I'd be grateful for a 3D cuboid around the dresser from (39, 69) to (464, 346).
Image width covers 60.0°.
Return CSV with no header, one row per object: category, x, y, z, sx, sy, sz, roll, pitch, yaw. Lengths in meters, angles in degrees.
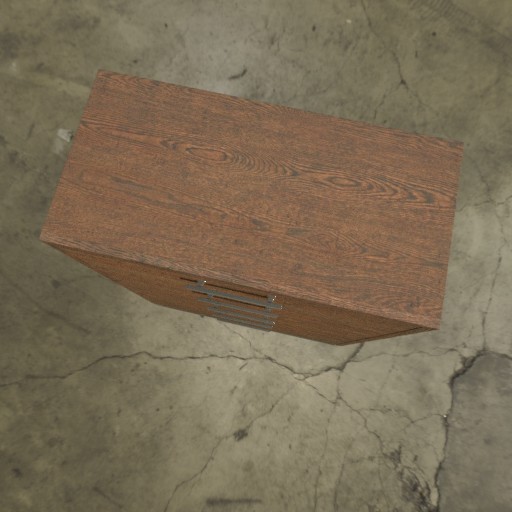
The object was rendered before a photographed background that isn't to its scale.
dresser,0.000,0.000,1.730,0.965,1.321,0.508,12,77,3
